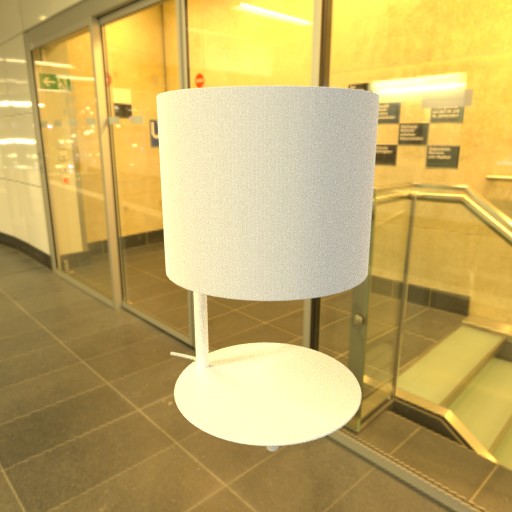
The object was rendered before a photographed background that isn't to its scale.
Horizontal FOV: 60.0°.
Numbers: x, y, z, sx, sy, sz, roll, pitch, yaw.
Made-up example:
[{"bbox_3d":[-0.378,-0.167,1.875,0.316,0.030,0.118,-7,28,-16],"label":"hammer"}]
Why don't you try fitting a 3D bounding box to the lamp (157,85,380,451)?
[{"bbox_3d":[0.000,0.000,0.676,0.341,0.454,0.299,8,17,26],"label":"lamp"}]
